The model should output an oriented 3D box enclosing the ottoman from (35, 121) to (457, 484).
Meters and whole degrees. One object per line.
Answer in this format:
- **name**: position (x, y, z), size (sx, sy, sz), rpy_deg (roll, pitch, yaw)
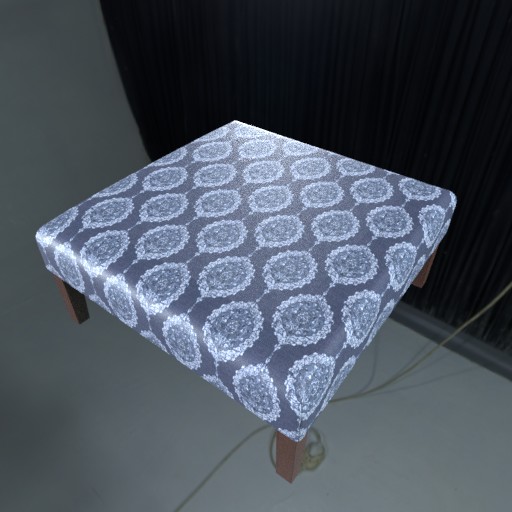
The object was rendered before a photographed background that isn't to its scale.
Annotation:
- **ottoman**: position (0.000, 0.000, 1.391), size (0.889, 0.409, 0.890), rpy_deg (26, 48, 27)
